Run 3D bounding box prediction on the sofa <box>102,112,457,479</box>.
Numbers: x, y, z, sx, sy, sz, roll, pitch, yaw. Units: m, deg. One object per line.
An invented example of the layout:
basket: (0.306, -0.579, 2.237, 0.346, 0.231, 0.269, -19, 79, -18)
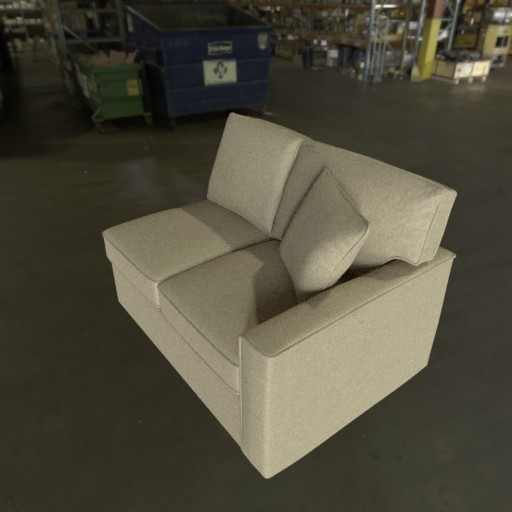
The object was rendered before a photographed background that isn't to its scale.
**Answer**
sofa: (0.000, 0.000, 2.053, 0.991, 0.989, 1.388, -21, 36, -31)
